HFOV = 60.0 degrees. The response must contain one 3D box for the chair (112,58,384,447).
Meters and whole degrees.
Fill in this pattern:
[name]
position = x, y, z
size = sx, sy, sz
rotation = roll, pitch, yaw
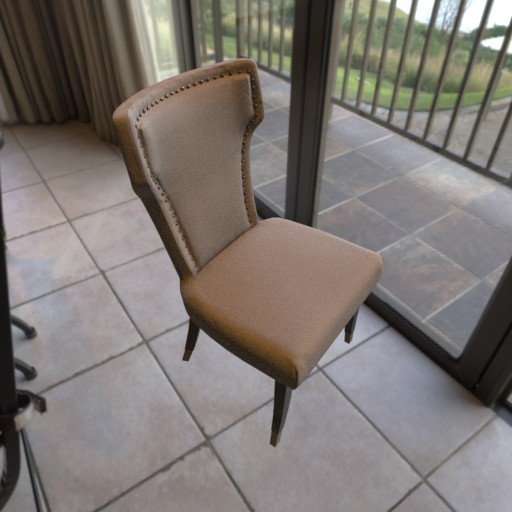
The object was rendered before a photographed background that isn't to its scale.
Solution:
[chair]
position = 0.000, 0.000, 1.332
size = 0.630, 0.950, 0.526
rotation = 26, 48, 26
